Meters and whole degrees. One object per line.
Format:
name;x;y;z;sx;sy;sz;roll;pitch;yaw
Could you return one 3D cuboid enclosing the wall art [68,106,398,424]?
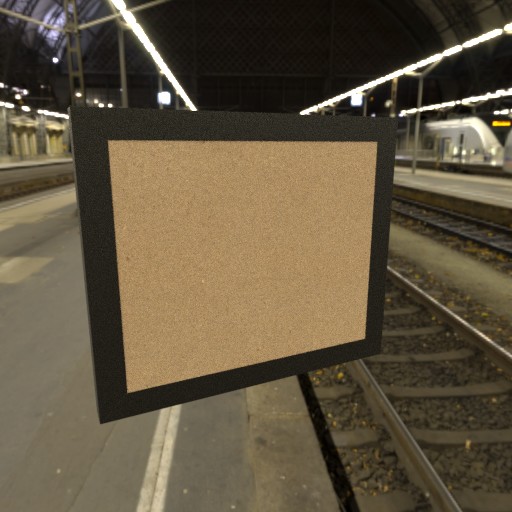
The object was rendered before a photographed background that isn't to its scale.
wall art;0.000;0.000;0.524;0.381;0.321;0.028;-7;15;-25
